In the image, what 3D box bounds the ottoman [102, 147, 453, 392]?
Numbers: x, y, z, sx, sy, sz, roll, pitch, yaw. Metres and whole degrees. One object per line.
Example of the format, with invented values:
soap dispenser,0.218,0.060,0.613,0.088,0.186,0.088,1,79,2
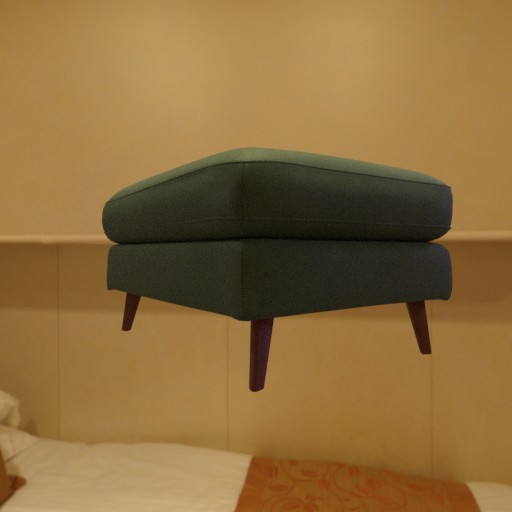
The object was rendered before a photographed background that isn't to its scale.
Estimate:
ottoman,0.000,0.000,1.179,0.608,0.449,0.811,0,1,-34
